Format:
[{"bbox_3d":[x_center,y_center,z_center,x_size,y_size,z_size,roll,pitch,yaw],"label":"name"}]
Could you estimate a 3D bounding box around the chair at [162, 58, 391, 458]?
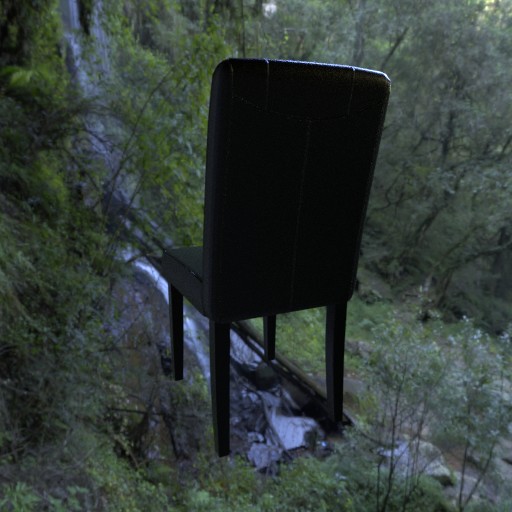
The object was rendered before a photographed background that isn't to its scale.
[{"bbox_3d":[0.000,0.000,1.207,0.399,0.897,0.556,-6,14,-24],"label":"chair"}]
